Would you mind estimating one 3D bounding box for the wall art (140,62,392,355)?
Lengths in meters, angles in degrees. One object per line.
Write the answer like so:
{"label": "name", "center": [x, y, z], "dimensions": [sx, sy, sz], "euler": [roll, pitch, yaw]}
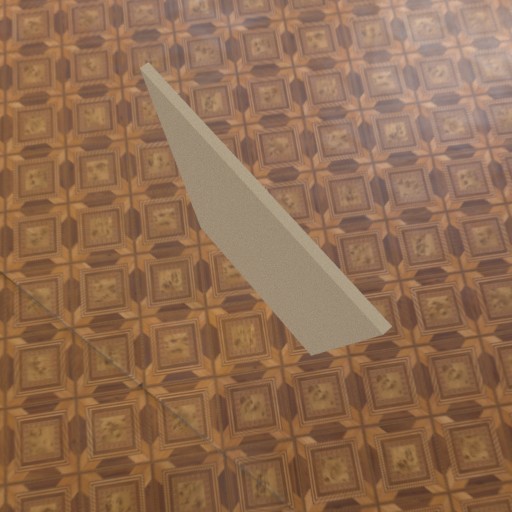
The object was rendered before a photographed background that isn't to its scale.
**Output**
{"label": "wall art", "center": [0.000, 0.000, 0.615], "dimensions": [0.010, 0.474, 0.325], "euler": [-40, 79, -9]}
